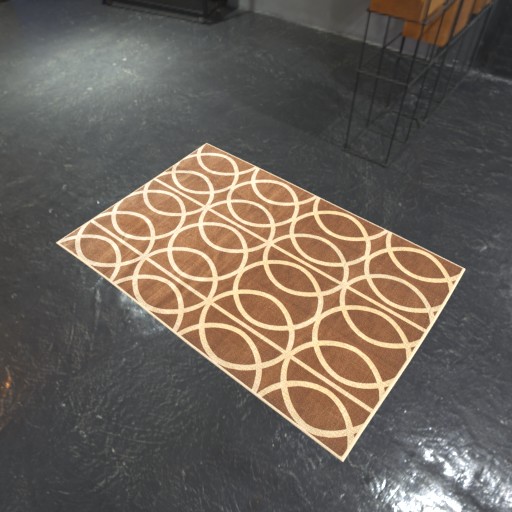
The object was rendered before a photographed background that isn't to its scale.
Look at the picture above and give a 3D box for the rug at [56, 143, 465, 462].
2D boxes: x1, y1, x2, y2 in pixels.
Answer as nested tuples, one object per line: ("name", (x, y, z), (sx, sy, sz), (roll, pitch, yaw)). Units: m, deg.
("rug", (0.000, 0.000, 2.955), (2.294, 0.014, 1.528), (31, 55, 24))
